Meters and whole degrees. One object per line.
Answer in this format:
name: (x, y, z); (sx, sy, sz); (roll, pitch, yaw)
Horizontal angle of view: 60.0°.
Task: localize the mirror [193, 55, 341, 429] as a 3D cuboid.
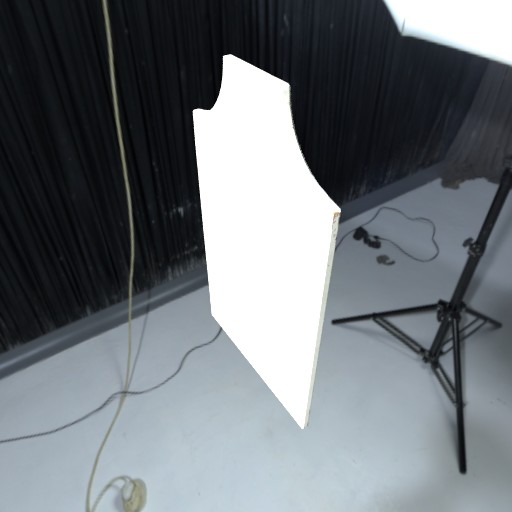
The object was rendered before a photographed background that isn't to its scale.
mirror: (0.000, 0.000, 0.874); (0.022, 0.717, 0.403); (-24, 47, -25)
